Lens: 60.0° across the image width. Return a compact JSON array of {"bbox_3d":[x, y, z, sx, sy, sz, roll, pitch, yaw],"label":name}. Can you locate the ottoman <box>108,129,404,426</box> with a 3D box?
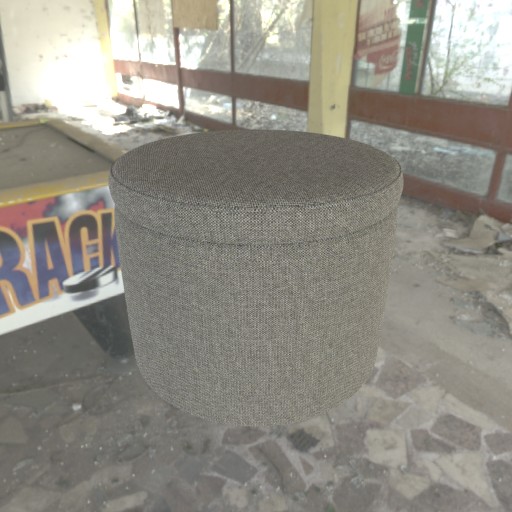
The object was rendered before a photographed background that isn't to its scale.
[{"bbox_3d":[0.000,0.000,0.889,0.520,0.430,0.520,0,27,0],"label":"ottoman"}]
